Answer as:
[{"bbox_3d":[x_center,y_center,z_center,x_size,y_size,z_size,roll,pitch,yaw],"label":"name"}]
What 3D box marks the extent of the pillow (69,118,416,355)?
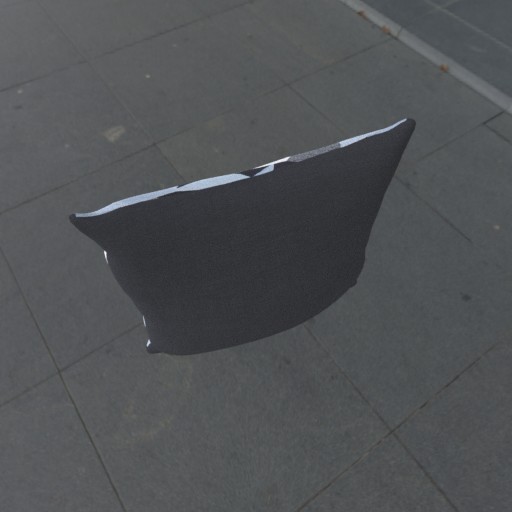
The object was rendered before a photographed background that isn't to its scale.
[{"bbox_3d":[0.000,0.000,0.798,0.503,0.496,0.208,-17,59,-11],"label":"pillow"}]
